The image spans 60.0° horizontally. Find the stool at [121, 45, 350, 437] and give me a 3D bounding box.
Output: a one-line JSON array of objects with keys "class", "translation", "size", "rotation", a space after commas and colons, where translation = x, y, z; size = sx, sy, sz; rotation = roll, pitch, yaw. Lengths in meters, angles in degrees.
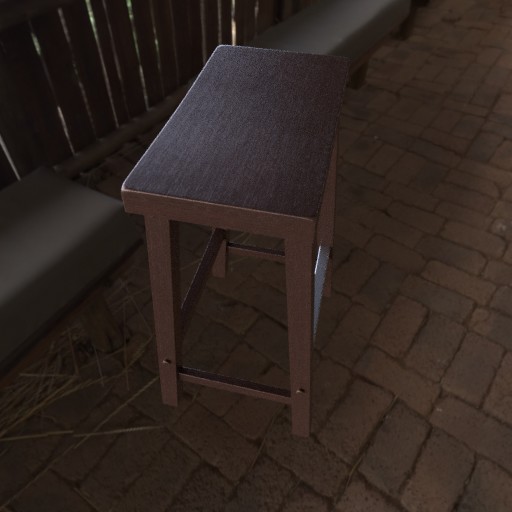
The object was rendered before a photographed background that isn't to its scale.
[{"class": "stool", "translation": [0.000, 0.000, 0.850], "size": [0.322, 0.610, 0.406], "rotation": [10, 49, 9]}]
